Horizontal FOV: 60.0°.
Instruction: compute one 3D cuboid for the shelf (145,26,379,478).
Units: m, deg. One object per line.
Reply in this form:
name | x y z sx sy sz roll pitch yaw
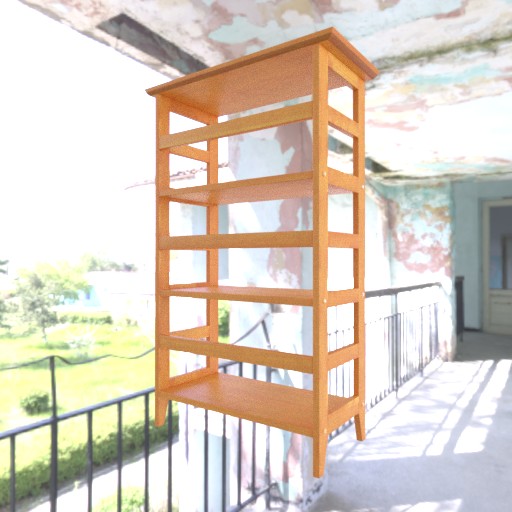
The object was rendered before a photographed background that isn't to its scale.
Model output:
shelf | 0.000 0.000 1.346 0.660 1.067 0.305 0 0 36
